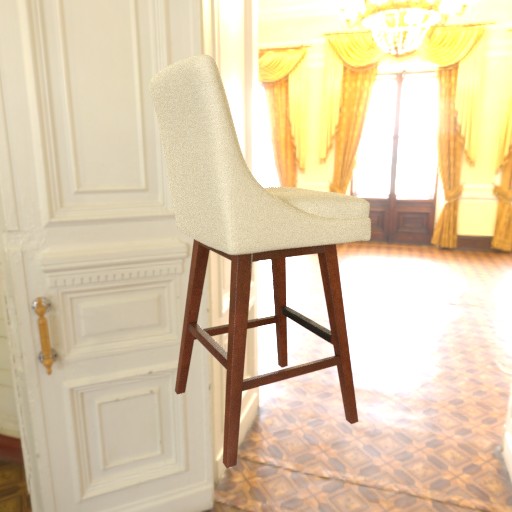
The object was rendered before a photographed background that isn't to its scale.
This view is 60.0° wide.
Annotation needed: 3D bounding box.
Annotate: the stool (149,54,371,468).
[{"bbox_3d":[0.000,0.000,1.424,0.559,1.097,0.470,-7,15,-27],"label":"stool"}]
